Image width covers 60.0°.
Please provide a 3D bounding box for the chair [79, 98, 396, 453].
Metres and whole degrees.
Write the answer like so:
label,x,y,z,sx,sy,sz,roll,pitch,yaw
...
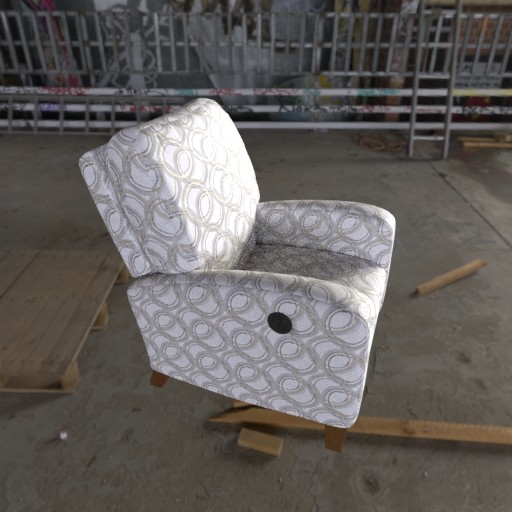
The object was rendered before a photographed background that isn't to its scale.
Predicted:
label,x,y,z,sx,sy,sz,roll,pitch,yaw
chair,0.000,0.000,1.747,0.995,1.065,0.796,11,32,18
